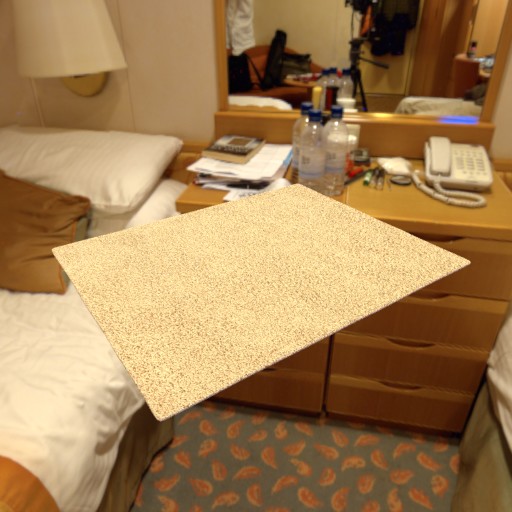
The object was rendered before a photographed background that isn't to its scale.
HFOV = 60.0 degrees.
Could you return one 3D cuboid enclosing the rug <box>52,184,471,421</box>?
[{"bbox_3d":[0.000,0.000,4.100,3.047,0.029,2.438,-19,35,-30],"label":"rug"}]
